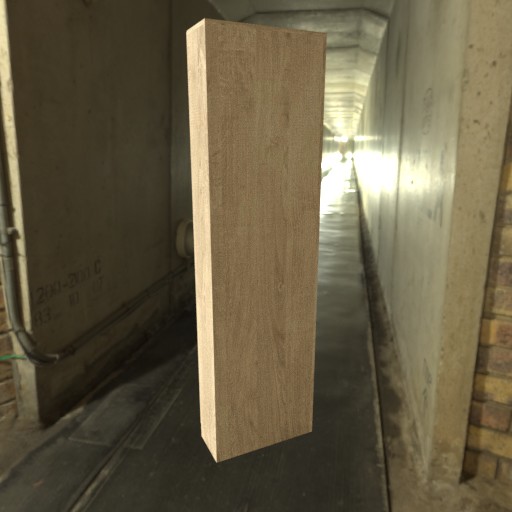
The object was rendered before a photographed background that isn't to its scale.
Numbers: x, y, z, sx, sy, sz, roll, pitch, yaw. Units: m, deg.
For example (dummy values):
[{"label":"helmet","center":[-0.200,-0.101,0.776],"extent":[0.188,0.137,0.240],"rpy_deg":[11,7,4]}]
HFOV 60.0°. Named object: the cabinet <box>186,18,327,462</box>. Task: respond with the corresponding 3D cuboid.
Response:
[{"label":"cabinet","center":[0.000,0.000,1.947],"extent":[0.500,1.790,0.230],"rpy_deg":[-7,16,-25]}]
